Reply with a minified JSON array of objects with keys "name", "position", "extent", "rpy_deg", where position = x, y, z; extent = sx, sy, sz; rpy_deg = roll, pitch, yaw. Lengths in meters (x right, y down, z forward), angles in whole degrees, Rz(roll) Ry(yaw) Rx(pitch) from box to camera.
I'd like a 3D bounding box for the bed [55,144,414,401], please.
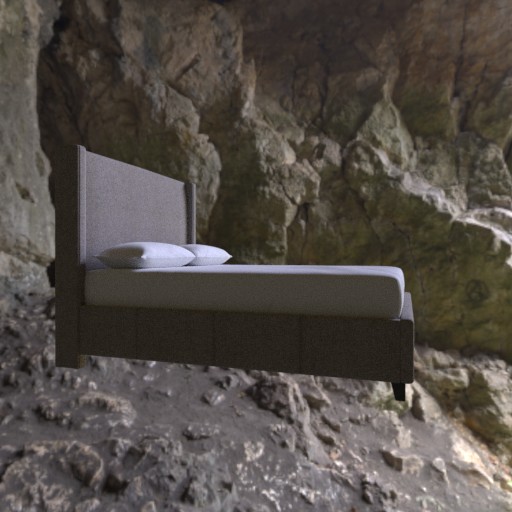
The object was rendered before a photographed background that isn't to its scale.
[{"name":"bed","position":[0.000,0.000,3.382],"extent":[2.245,1.476,1.714],"rpy_deg":[0,0,19]}]
